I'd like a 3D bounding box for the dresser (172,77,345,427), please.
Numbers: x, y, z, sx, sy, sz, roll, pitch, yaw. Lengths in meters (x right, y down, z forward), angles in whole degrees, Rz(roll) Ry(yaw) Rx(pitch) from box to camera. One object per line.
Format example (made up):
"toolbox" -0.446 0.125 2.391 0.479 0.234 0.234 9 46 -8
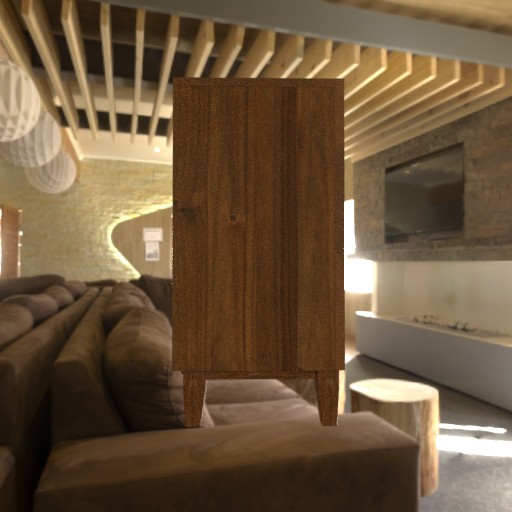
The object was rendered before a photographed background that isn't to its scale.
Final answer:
"dresser" 0.000 0.000 1.803 0.446 0.873 1.400 0 -1 -1
